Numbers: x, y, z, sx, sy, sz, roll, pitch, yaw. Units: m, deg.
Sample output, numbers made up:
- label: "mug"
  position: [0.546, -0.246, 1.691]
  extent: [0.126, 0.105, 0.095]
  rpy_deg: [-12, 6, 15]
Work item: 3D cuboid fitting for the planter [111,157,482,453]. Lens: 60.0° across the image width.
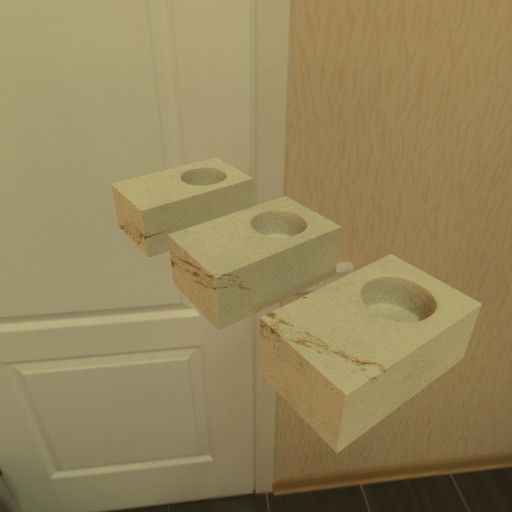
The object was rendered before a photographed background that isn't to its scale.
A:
- label: "planter"
  position: [0.000, 0.000, 0.388]
  extent: [0.127, 0.051, 0.333]
  rpy_deg: [-22, 39, -30]
